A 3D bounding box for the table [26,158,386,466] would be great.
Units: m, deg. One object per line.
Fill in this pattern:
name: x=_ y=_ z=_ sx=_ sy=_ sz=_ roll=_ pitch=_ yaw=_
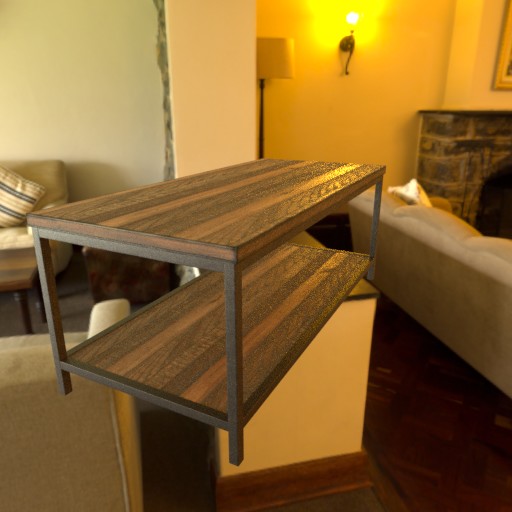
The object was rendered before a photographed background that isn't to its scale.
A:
table: x=0.000 y=0.000 z=1.207 sx=0.452 sy=0.399 sz=0.990 roll=10 pitch=21 yaw=26
